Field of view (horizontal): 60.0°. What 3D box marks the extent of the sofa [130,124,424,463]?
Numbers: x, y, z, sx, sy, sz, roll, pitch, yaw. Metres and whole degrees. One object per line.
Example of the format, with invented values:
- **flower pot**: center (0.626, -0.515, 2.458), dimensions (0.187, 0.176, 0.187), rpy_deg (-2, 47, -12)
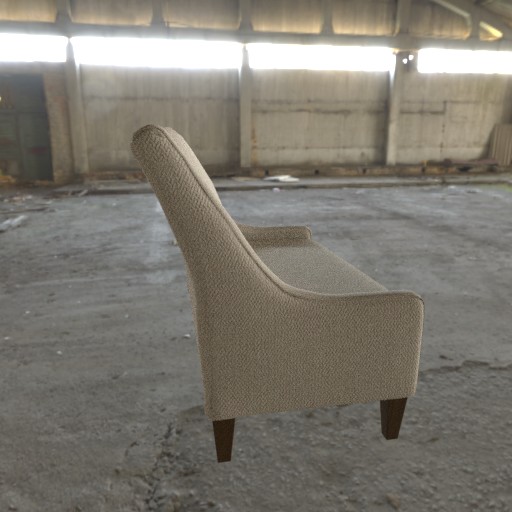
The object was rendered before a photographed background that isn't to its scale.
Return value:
- **sofa**: center (0.000, 0.000, 1.860), dimensions (0.870, 1.022, 1.242), rpy_deg (-3, 15, -11)
